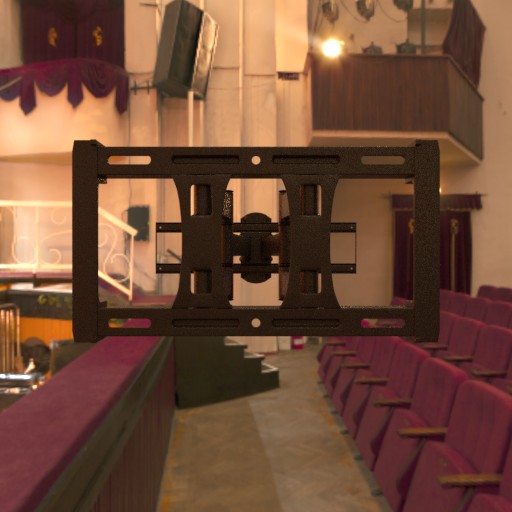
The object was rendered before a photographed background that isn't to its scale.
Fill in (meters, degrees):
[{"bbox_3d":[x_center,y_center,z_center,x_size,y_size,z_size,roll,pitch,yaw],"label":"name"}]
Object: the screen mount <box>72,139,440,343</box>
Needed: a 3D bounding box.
[{"bbox_3d":[0.000,0.000,1.111,0.661,0.491,0.644,0,0,0],"label":"screen mount"}]
